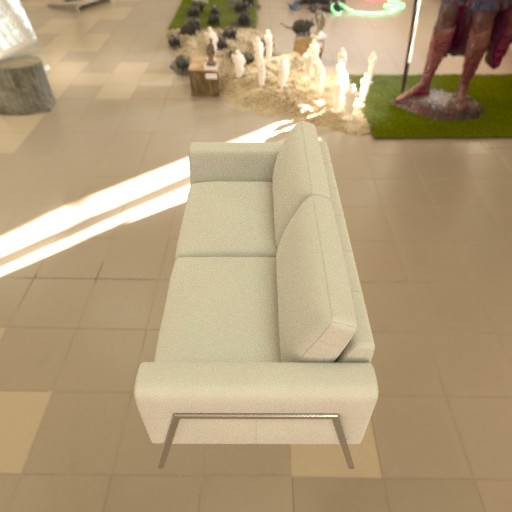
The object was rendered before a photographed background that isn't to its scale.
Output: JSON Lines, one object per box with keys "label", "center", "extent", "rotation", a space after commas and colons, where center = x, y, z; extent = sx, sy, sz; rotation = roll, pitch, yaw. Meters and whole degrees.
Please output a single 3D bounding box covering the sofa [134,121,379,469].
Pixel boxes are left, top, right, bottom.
{"label": "sofa", "center": [0.000, 0.000, 2.538], "extent": [0.953, 0.875, 2.017], "rotation": [0, 42, 0]}
